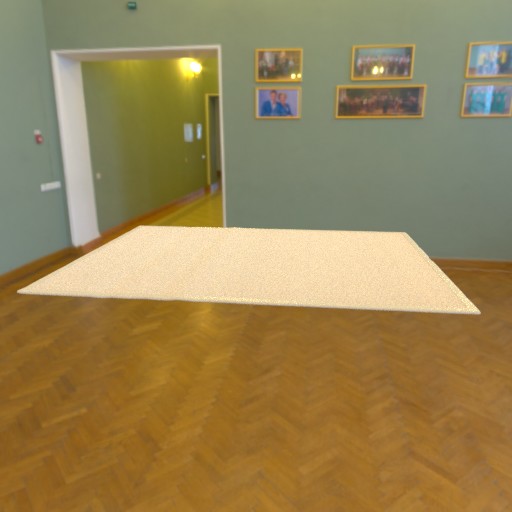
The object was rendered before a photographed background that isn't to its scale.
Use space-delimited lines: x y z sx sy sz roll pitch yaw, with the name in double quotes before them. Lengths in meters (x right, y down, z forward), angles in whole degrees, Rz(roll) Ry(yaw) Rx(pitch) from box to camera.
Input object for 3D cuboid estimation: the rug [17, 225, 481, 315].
"rug" 0.000 0.000 4.754 3.659 0.037 2.734 2 16 7
